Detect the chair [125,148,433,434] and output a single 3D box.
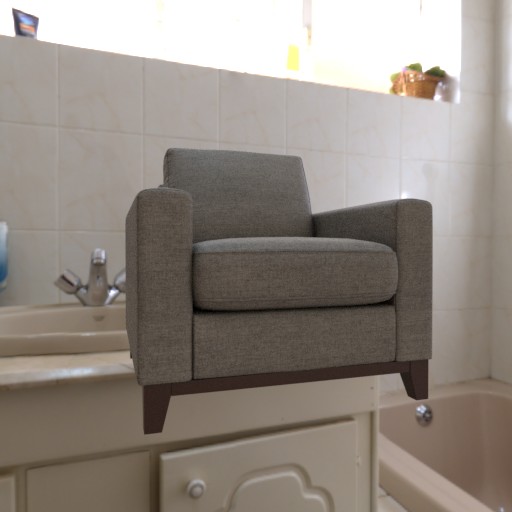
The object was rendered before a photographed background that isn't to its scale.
[{"bbox_3d":[0.000,0.000,1.863,1.024,1.010,1.038,0,1,-18],"label":"chair"}]
